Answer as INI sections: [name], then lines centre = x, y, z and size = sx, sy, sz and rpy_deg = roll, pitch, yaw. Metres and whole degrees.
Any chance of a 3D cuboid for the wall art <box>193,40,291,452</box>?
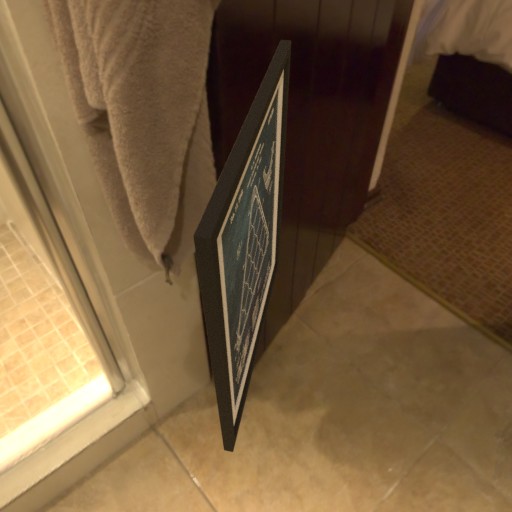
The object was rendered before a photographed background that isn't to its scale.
[wall art]
centre = 0.000, 0.000, 1.221
size = 0.028, 0.863, 0.755
rpy_deg = 9, 47, 8
